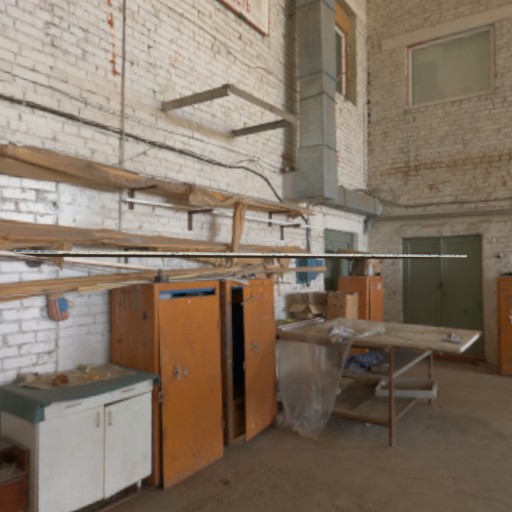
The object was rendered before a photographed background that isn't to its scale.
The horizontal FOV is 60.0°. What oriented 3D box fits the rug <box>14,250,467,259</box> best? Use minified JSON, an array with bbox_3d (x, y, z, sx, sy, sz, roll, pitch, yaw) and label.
[{"bbox_3d":[0.000,0.000,2.629,2.434,0.013,0.770,0,-1,-19],"label":"rug"}]
